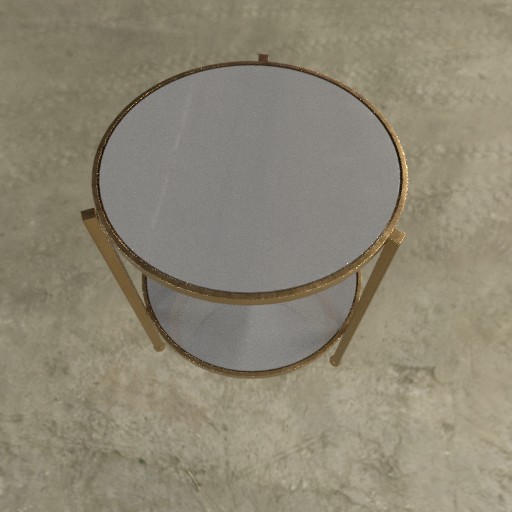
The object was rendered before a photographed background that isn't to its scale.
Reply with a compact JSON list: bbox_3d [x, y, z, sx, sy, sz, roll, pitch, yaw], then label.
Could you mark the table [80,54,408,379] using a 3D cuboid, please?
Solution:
[{"bbox_3d":[0.000,0.000,0.443,0.243,0.269,0.231,31,64,17],"label":"table"}]
